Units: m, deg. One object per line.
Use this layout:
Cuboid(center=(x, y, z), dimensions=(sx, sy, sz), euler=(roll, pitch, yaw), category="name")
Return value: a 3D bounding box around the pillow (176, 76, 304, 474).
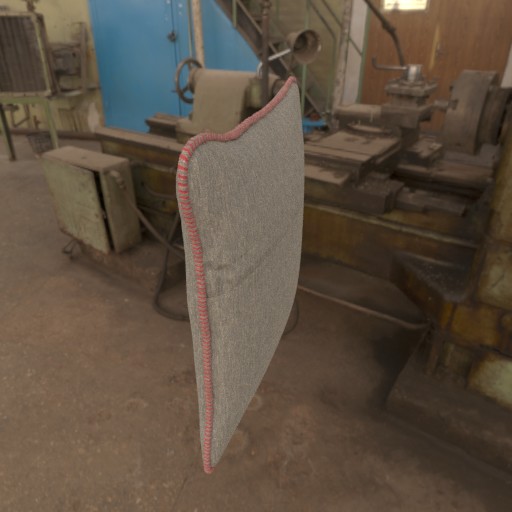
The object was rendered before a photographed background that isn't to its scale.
Cuboid(center=(0.000, 0.000, 0.721), dimensions=(0.124, 0.491, 0.482), euler=(9, 31, 15), category="pillow")
